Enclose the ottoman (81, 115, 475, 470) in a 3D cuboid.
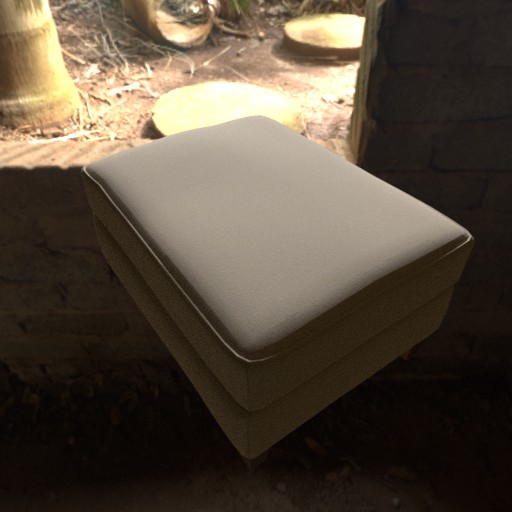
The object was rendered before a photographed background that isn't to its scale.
[{"bbox_3d":[0.000,0.000,1.189,0.634,0.485,0.818,-25,46,-26],"label":"ottoman"}]
